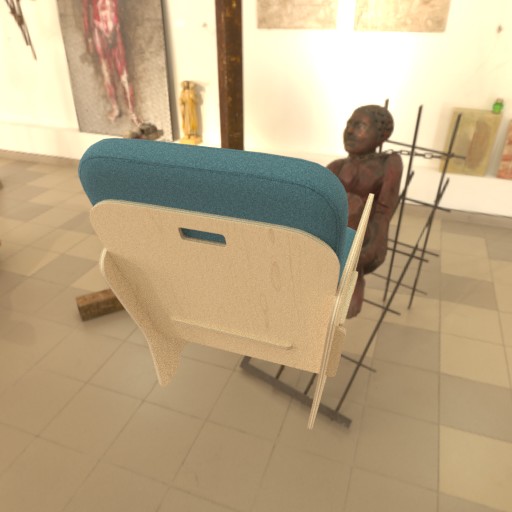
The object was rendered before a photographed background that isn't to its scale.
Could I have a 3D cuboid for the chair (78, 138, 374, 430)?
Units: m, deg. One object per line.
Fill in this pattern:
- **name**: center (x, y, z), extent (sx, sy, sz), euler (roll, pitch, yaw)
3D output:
- **chair**: center (0.000, 0.000, 1.162), extent (0.547, 0.747, 0.657), euler (10, 33, 17)
